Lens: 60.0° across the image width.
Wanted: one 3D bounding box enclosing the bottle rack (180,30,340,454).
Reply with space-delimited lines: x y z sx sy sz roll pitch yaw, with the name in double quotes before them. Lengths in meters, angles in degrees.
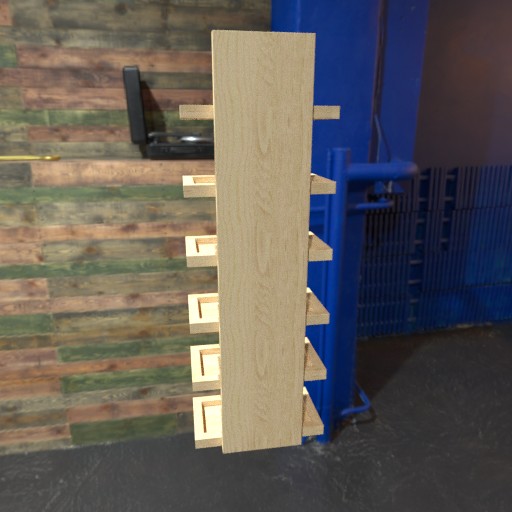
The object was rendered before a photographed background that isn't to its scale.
"bottle rack" 0.000 0.000 1.068 0.330 0.943 0.206 -3 17 -9
